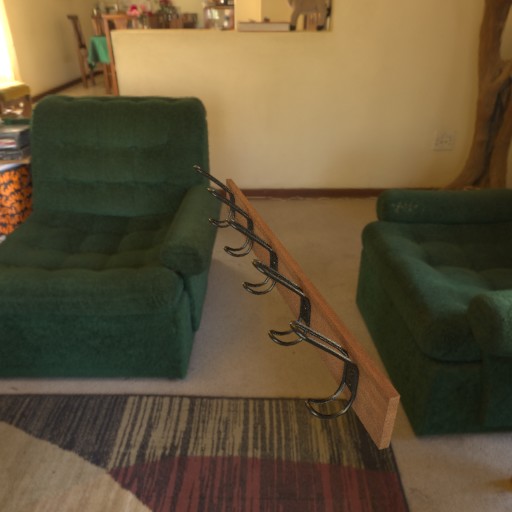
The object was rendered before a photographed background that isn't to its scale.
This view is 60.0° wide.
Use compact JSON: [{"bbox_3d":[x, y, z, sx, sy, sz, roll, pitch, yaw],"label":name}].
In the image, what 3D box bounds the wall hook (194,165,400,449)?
[{"bbox_3d":[0.000,0.000,0.591,0.076,0.116,0.554,-9,31,-15],"label":"wall hook"}]
